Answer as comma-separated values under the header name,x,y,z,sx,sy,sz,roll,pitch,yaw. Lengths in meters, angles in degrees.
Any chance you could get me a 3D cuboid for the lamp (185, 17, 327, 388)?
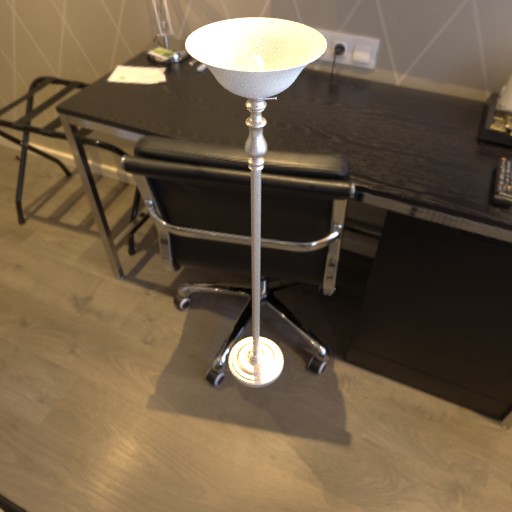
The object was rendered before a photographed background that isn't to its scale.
name,x,y,z,sx,sy,sz,roll,pitch,yaw
lamp,0.000,0.000,1.910,0.405,1.771,0.405,-4,46,-4
